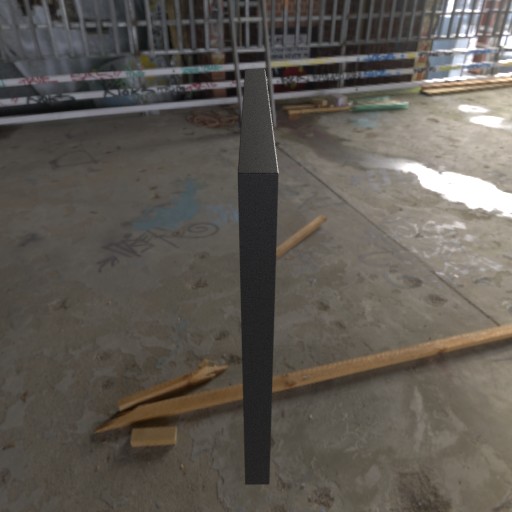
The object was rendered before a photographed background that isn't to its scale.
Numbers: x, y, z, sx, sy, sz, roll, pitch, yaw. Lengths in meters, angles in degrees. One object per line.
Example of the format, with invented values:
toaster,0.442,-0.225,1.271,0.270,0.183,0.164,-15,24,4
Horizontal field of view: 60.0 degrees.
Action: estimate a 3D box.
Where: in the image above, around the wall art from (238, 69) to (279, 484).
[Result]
wall art,0.000,0.000,0.753,0.037,0.506,0.506,0,33,0
